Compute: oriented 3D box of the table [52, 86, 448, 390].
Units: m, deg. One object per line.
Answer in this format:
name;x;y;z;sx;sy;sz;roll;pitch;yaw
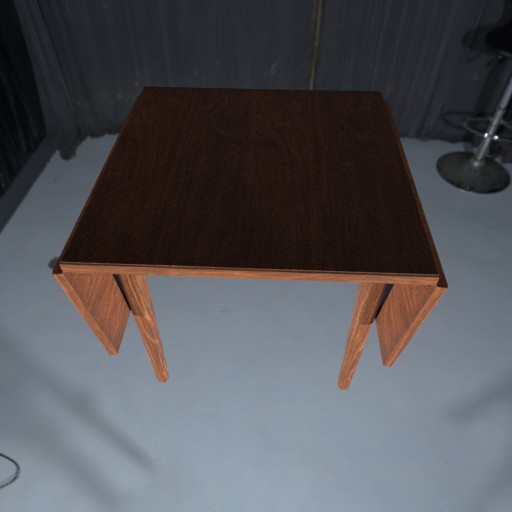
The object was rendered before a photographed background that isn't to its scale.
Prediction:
table;0.000;0.000;1.468;0.843;0.763;0.812;2;46;2
